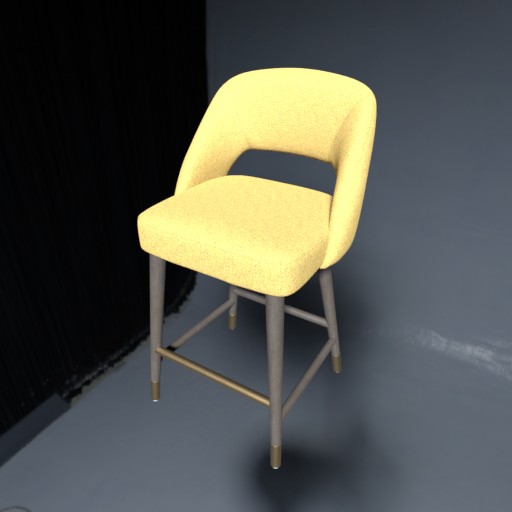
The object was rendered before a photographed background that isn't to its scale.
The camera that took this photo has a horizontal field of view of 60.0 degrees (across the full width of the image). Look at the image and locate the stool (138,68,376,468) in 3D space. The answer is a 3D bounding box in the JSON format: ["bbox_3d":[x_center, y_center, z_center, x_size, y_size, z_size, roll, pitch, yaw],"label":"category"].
[{"bbox_3d":[0.000,0.000,1.256,0.536,0.939,0.522,17,34,28],"label":"stool"}]
